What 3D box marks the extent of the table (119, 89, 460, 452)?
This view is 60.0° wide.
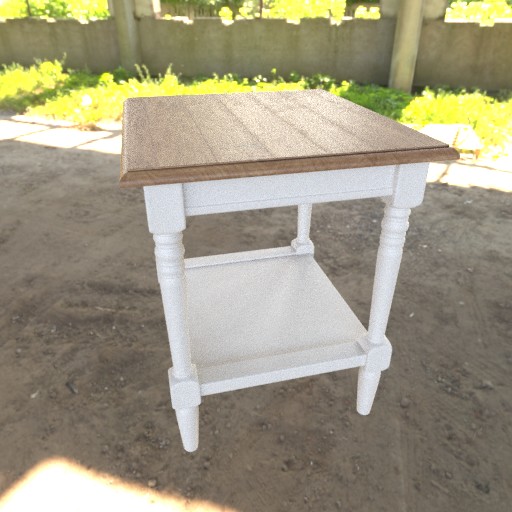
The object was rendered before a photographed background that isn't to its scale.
[{"bbox_3d":[0.000,0.000,0.912,0.457,0.561,0.508,-7,30,-12],"label":"table"}]
